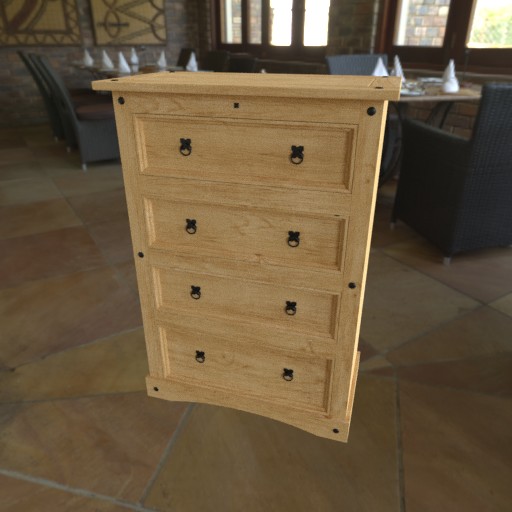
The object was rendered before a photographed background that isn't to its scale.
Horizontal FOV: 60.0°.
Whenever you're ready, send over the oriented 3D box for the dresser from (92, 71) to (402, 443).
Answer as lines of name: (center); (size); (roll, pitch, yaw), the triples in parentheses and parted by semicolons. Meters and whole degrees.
dresser: (0.000, 0.000, 1.737); (0.915, 1.300, 0.485); (8, 27, 15)
